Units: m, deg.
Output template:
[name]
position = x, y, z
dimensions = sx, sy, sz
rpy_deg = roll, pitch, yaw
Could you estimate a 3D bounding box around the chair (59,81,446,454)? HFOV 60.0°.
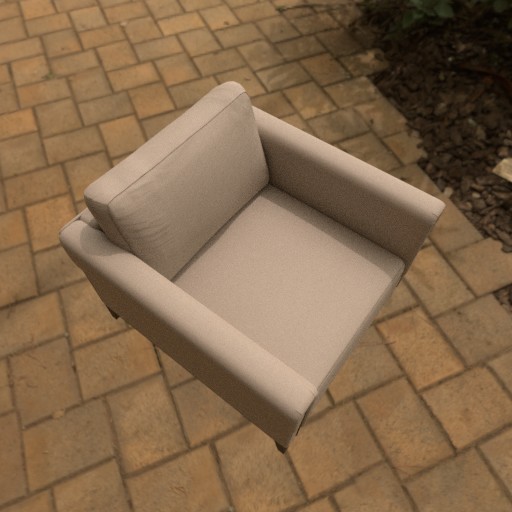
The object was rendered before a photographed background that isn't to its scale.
[chair]
position = 0.000, 0.000, 1.663
dimensions = 0.959, 0.838, 0.914
rpy_deg = 33, 63, 19
